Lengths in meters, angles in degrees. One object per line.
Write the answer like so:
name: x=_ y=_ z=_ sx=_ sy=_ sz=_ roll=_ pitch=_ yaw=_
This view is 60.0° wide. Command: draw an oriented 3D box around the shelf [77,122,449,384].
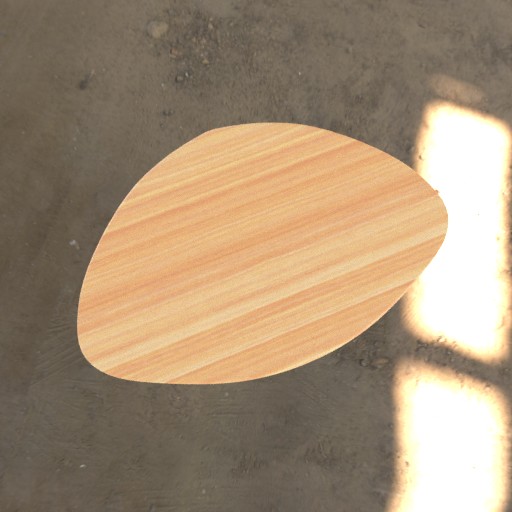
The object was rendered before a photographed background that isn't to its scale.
shelf: x=0.000 y=0.000 z=1.643 sx=1.246 sy=0.440 sz=0.845 roll=-21 pitch=76 yaw=-6
